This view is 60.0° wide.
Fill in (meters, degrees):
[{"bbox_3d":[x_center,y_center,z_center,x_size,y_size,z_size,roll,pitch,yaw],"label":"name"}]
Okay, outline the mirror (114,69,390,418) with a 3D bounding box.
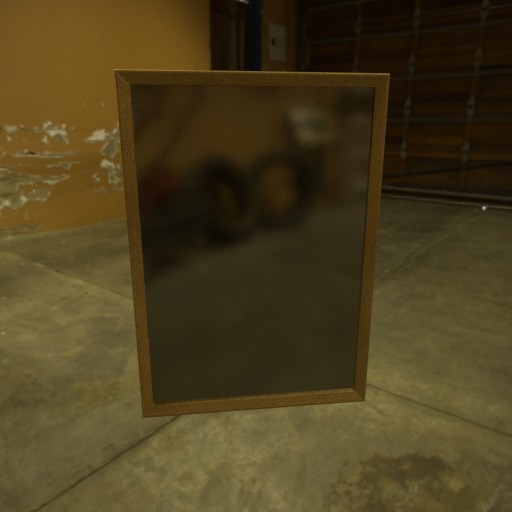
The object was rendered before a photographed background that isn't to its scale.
[{"bbox_3d":[0.000,0.000,0.924,0.507,0.710,0.039,-2,16,-7],"label":"mirror"}]
